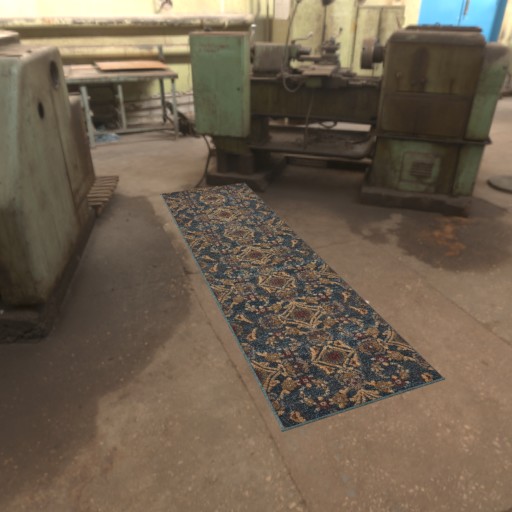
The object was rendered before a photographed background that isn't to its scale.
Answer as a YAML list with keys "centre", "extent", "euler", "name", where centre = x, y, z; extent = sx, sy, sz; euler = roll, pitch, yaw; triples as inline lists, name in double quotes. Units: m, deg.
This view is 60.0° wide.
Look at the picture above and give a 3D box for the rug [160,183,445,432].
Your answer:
- centre: [0.000, 0.000, 2.520]
  extent: [0.685, 0.014, 2.292]
  euler: [-11, 31, -18]
  name: "rug"
